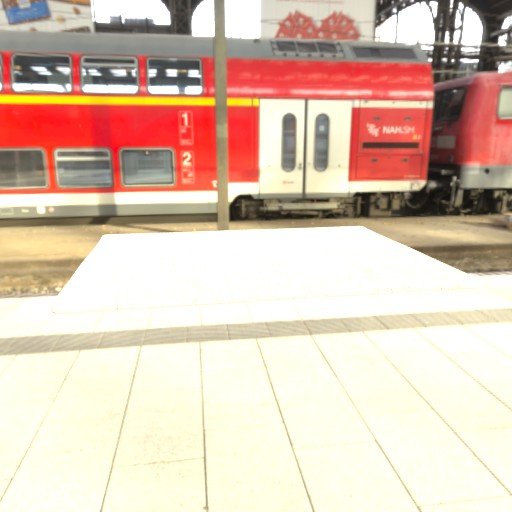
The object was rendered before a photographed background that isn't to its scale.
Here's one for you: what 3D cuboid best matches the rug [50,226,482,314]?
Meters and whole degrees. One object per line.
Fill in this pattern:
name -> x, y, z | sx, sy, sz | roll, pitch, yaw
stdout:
rug -> 0.000, 0.000, 2.159 | 1.600, 0.027, 1.200 | -3, 15, -10
